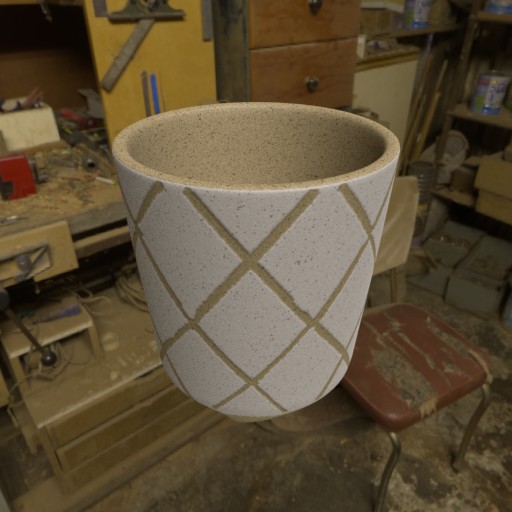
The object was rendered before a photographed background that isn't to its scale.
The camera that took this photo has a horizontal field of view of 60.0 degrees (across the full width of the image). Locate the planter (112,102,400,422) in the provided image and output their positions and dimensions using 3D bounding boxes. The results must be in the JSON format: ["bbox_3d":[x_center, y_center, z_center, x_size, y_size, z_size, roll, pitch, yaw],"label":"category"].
[{"bbox_3d":[0.000,0.000,0.423,0.228,0.235,0.228,0,32,0],"label":"planter"}]
